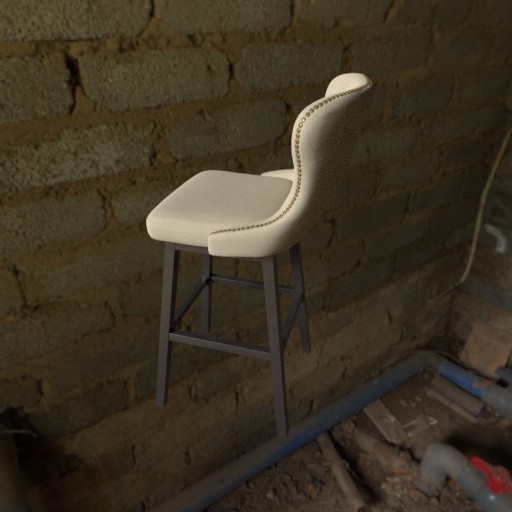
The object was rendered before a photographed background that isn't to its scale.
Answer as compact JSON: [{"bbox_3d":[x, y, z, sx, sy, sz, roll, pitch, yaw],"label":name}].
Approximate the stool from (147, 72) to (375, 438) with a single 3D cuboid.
[{"bbox_3d":[0.000,0.000,1.410,0.605,1.066,0.528,8,30,14],"label":"stool"}]
